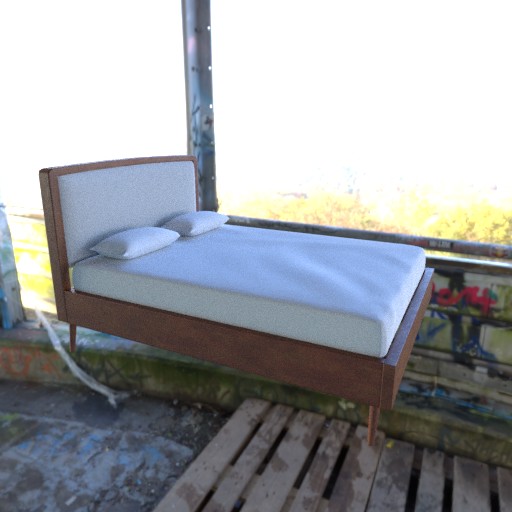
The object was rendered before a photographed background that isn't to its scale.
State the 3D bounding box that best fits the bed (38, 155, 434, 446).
[{"bbox_3d":[0.000,0.000,3.082,2.196,1.275,1.587,8,18,26],"label":"bed"}]
